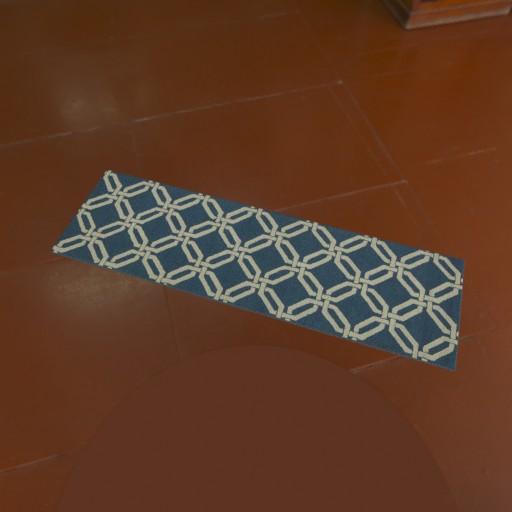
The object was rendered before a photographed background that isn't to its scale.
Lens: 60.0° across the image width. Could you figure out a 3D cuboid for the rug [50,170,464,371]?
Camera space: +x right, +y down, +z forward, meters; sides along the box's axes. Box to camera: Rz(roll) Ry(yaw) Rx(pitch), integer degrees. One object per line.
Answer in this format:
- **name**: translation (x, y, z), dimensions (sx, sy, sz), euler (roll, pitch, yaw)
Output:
- **rug**: translation (0.000, 0.000, 2.537), dimensions (2.276, 0.014, 0.678), euler (15, 58, 10)
